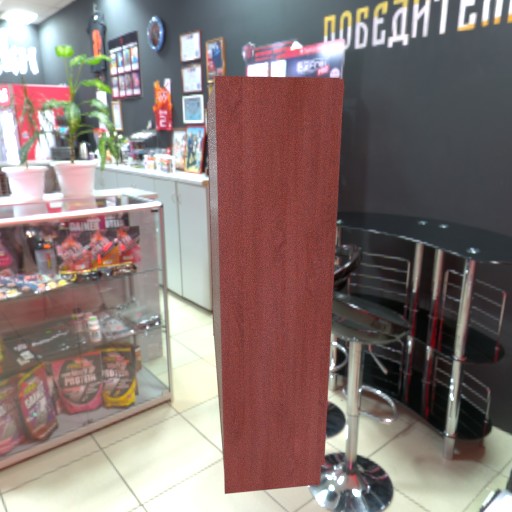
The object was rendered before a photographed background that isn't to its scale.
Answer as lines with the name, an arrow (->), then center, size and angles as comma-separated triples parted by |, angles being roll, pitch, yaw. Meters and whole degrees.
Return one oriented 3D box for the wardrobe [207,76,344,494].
wardrobe -> 0.000, 0.000, 3.145 | 0.598, 2.159, 1.998 | -2, 16, -7
